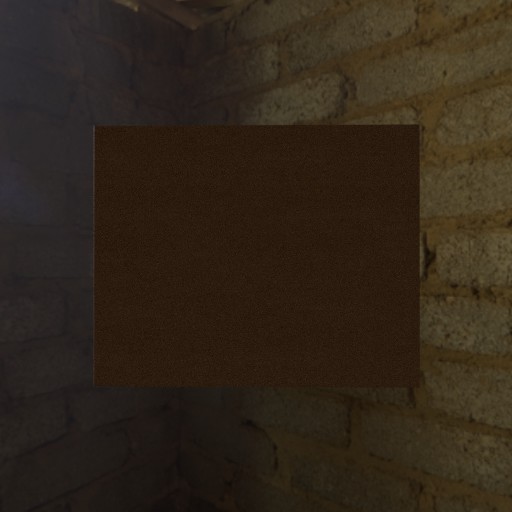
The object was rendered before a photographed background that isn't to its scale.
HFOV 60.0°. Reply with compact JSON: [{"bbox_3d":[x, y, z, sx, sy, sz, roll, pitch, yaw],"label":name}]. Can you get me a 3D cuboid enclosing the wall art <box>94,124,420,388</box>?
[{"bbox_3d":[0.000,0.000,0.695,0.508,0.408,0.010,0,0,1],"label":"wall art"}]
